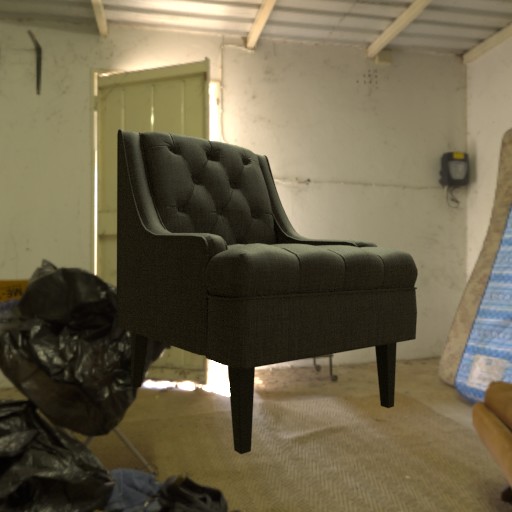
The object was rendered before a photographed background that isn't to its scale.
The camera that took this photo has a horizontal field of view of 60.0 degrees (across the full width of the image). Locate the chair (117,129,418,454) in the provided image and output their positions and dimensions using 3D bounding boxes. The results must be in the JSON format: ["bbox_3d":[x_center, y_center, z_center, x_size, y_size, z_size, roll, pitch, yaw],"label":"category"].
[{"bbox_3d":[0.000,0.000,1.405,0.655,0.891,0.771,1,-1,-36],"label":"chair"}]
